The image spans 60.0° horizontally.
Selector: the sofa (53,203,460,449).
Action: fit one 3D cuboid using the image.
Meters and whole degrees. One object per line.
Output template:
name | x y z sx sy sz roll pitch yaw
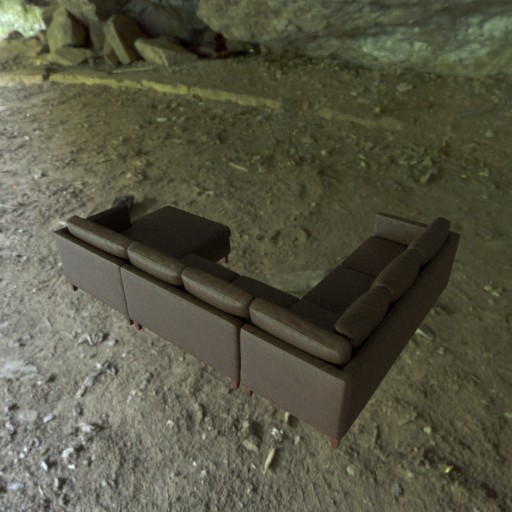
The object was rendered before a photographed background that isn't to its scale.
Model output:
sofa | 0.000 0.000 4.758 3.460 0.923 2.593 21 37 31
